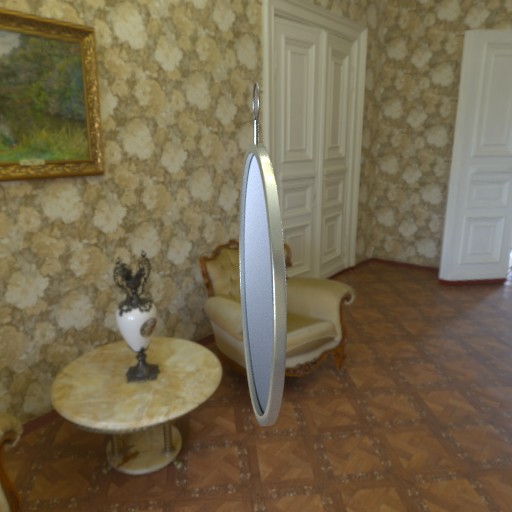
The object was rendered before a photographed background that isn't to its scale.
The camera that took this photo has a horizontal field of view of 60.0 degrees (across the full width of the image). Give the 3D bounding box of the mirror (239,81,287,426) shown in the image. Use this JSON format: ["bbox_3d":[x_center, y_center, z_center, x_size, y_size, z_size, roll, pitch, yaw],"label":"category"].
[{"bbox_3d":[0.000,0.000,0.963,0.020,0.713,0.594,-2,14,-7],"label":"mirror"}]
